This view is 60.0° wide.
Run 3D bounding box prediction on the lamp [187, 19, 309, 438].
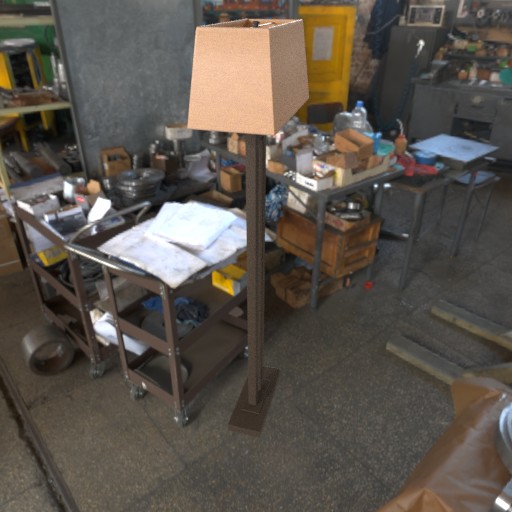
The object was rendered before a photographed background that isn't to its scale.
[{"bbox_3d":[0.000,0.000,1.567,0.233,1.469,0.475,8,32,14],"label":"lamp"}]
